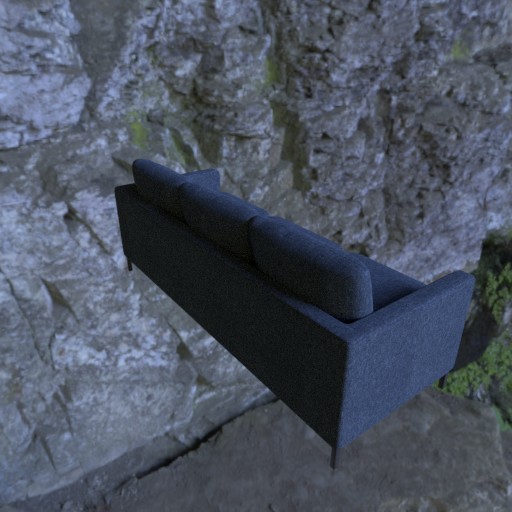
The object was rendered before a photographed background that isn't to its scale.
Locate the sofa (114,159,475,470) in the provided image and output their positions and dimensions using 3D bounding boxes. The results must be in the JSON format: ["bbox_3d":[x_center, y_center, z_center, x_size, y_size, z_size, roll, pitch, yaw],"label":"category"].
[{"bbox_3d":[0.000,0.000,2.643,0.859,0.874,2.218,-19,32,-32],"label":"sofa"}]
